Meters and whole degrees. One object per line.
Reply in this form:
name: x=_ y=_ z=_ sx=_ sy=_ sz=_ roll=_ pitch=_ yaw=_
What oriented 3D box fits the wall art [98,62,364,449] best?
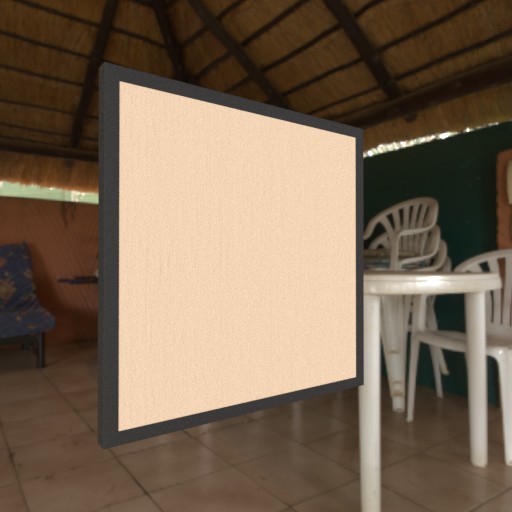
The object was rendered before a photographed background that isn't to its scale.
wall art: x=0.000 y=0.000 z=0.444 sx=0.306 sy=0.304 sz=0.015 roll=0 pitch=-1 yaw=-36
